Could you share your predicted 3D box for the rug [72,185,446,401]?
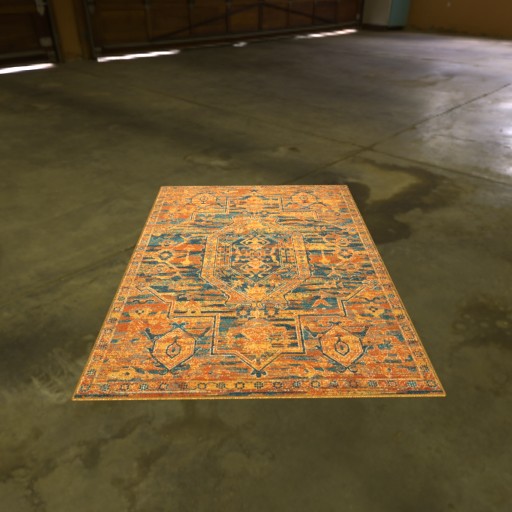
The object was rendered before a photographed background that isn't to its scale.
[{"bbox_3d":[0.000,0.000,3.643,2.043,0.019,2.916,0,32,-1],"label":"rug"}]
